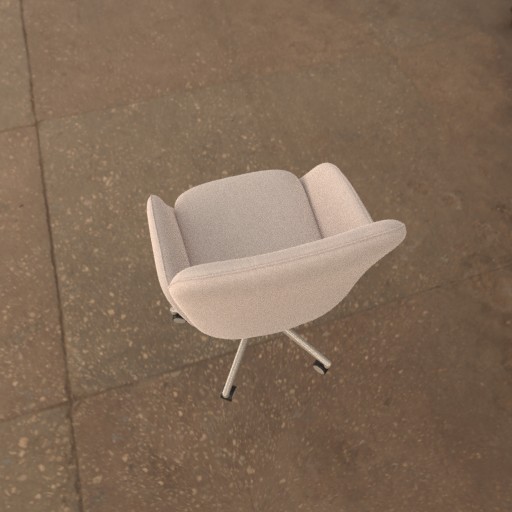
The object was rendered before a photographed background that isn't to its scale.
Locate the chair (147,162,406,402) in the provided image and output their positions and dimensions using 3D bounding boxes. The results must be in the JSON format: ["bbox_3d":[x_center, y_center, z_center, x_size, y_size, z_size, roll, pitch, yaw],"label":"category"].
[{"bbox_3d":[0.000,0.000,1.374,0.648,0.959,0.633,-14,60,-8],"label":"chair"}]
